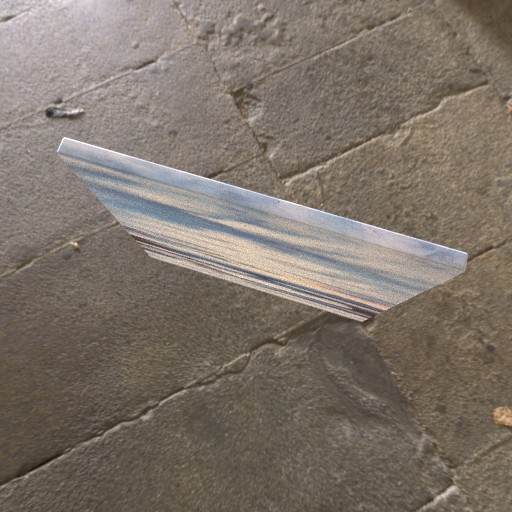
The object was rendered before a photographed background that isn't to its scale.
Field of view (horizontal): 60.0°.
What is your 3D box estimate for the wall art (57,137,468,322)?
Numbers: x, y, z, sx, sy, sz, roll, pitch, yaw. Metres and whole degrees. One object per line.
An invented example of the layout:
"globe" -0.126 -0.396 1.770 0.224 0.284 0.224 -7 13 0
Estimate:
"wall art" 0.000 0.000 1.137 0.747 0.747 0.035 17 76 4
